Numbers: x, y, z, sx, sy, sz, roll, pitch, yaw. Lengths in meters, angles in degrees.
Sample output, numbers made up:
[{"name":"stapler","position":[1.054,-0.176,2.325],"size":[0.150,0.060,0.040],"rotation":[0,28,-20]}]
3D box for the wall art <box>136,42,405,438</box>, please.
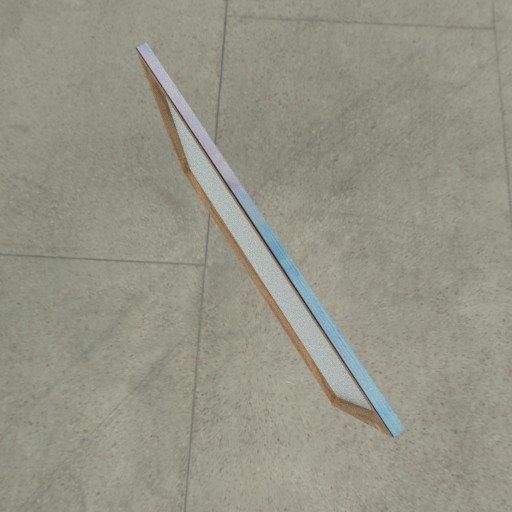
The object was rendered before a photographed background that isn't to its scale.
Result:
[{"name":"wall art","position":[0.000,0.000,0.756],"size":[0.018,0.402,0.604],"rotation":[-32,78,-7]}]
